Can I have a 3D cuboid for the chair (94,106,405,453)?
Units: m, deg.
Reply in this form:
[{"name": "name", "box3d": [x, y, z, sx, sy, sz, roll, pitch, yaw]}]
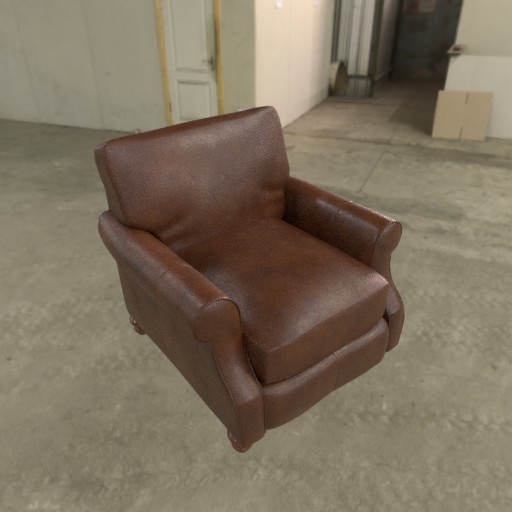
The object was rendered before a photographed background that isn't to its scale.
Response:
[{"name": "chair", "box3d": [0.000, 0.000, 1.780, 0.989, 0.972, 0.992, -22, 37, -32]}]
